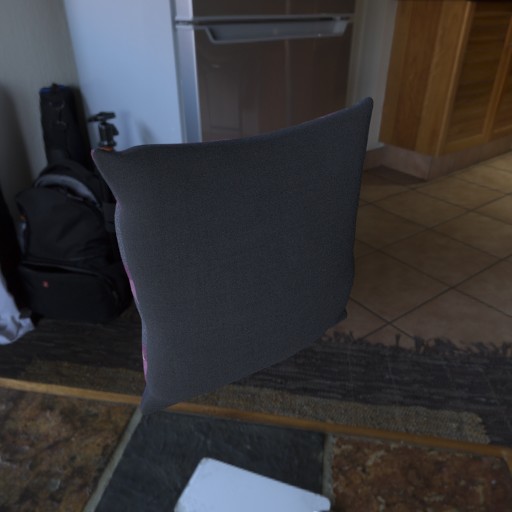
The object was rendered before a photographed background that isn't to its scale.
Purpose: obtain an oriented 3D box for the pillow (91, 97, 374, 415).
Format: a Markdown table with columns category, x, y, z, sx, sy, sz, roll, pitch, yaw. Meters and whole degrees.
| category | x | y | z | sx | sy | sz | roll | pitch | yaw |
| --- | --- | --- | --- | --- | --- | --- | --- | --- | --- |
| pillow | 0.000 | 0.000 | 0.791 | 0.503 | 0.496 | 0.208 | -19 | 36 | -29 |
